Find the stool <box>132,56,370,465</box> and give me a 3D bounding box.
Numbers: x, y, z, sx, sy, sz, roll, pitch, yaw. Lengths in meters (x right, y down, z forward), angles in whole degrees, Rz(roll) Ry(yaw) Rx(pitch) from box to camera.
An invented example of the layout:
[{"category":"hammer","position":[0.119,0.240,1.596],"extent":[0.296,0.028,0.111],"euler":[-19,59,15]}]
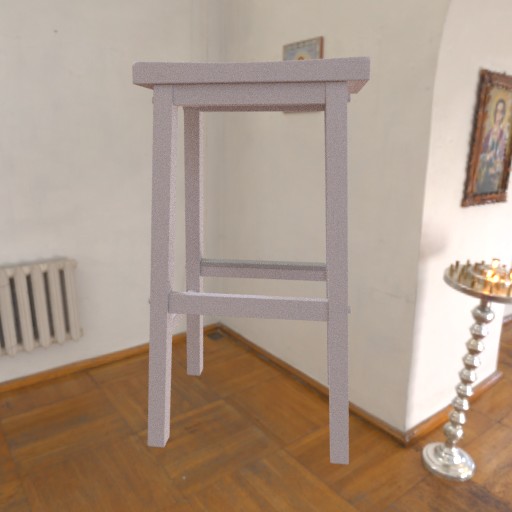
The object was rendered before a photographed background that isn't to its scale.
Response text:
[{"category":"stool","position":[0.000,0.000,0.944],"extent":[0.406,0.742,0.322],"euler":[2,15,7]}]
